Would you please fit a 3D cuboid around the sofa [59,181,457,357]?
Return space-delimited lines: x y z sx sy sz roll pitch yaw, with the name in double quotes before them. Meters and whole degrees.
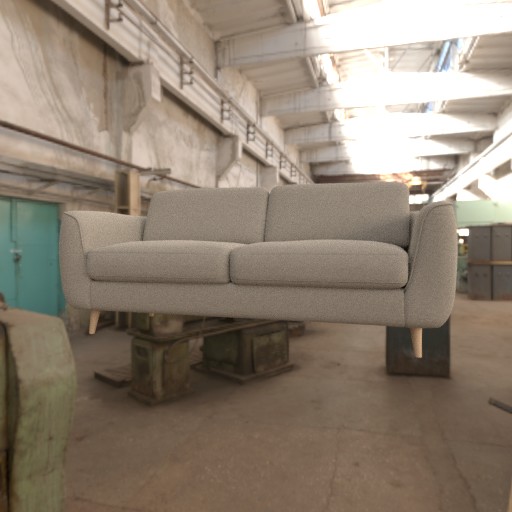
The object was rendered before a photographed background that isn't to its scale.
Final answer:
"sofa" 0.000 0.000 2.473 2.000 0.850 0.920 0 2 17
